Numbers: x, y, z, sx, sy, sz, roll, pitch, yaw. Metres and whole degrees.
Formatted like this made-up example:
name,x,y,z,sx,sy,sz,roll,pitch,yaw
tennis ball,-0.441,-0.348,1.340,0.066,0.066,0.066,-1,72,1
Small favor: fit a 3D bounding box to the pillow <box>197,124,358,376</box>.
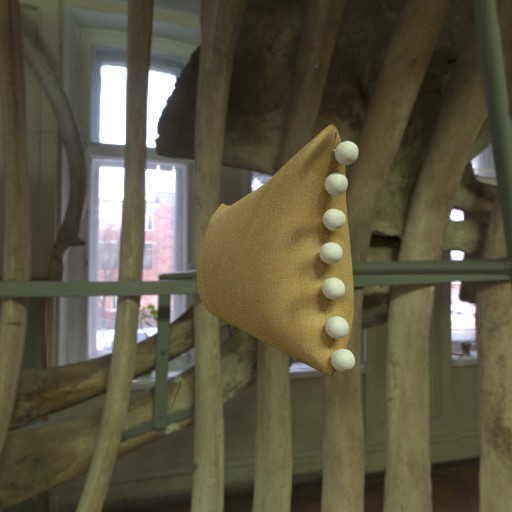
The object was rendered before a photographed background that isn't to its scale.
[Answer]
name,x,y,z,sx,sy,sz,roll,pitch,yaw
pillow,0.000,0.000,0.870,0.201,0.322,0.709,0,-2,-17
